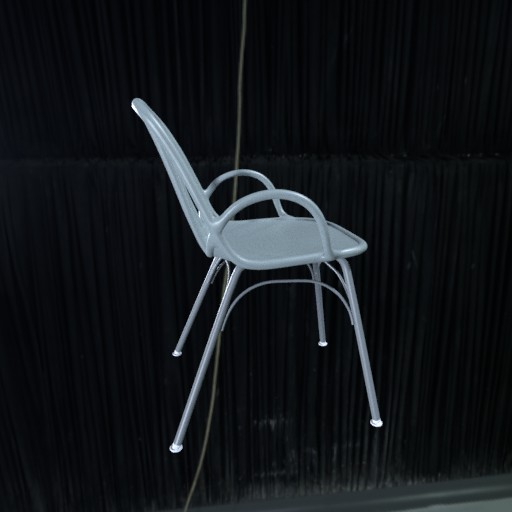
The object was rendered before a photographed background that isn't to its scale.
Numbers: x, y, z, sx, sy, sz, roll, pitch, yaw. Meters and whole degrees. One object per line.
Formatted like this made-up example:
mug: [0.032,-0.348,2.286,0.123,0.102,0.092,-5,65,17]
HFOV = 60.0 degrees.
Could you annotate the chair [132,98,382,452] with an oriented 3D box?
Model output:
chair: [0.000,0.000,1.233,0.597,0.816,0.549,-3,16,-9]
